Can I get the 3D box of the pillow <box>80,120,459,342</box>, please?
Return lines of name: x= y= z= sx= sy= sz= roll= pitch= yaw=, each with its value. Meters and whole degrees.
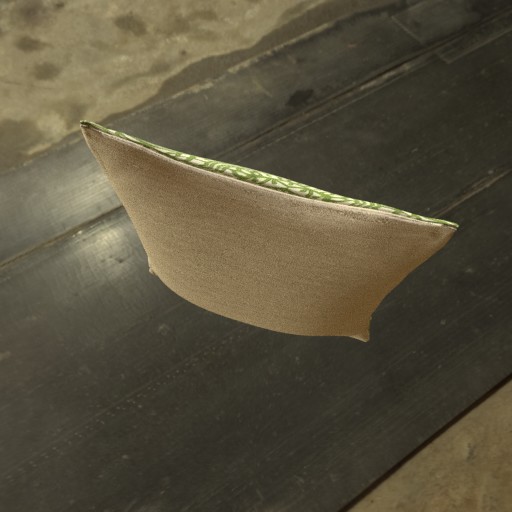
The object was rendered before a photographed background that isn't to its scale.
pillow: x=0.000 y=0.000 z=0.666 sx=0.440 sy=0.419 sz=0.162 roll=17 pitch=65 yaw=8
